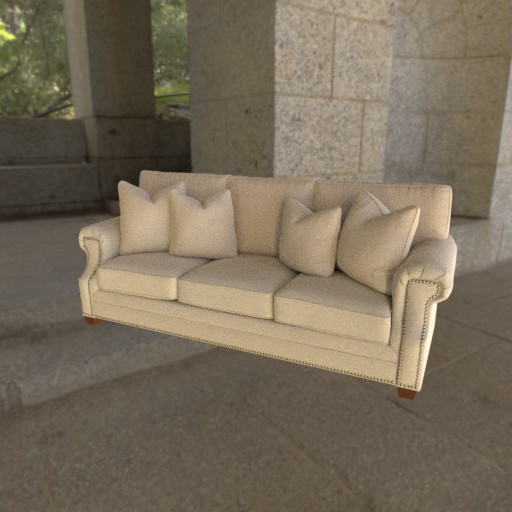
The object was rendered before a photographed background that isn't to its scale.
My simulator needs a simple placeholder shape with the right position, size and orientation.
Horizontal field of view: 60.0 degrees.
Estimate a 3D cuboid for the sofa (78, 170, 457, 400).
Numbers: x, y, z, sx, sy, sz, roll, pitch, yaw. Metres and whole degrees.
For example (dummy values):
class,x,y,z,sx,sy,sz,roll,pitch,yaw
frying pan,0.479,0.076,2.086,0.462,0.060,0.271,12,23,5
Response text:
class,x,y,z,sx,sy,sz,roll,pitch,yaw
sofa,0.000,0.000,2.816,2.312,0.975,0.965,7,17,24
